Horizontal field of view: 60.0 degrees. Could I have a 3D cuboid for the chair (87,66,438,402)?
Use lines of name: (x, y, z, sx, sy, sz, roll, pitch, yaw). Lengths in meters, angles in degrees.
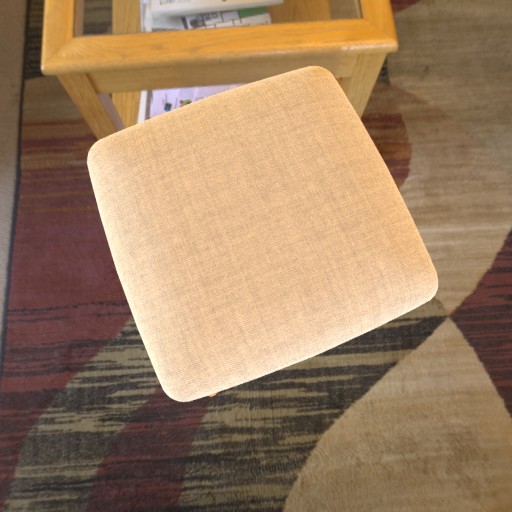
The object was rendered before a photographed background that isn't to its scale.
chair: (0.000, 0.000, 0.703, 0.350, 0.440, 0.350, -21, 76, -6)
